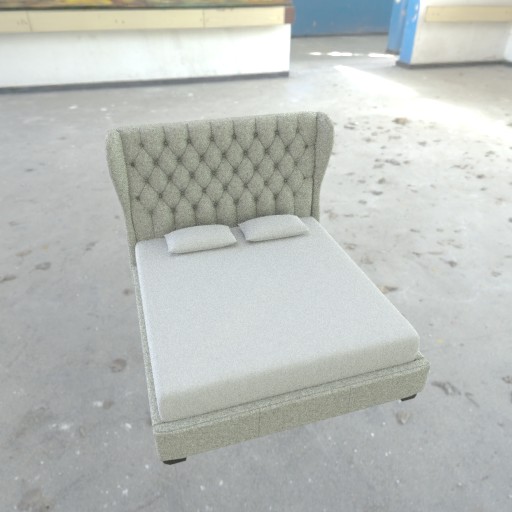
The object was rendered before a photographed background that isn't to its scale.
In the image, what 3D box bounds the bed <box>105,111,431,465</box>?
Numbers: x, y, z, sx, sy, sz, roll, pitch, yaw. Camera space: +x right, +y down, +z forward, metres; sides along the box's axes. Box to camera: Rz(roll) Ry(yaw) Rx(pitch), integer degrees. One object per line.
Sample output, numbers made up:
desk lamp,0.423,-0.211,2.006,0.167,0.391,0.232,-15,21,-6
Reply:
bed,0.000,0.000,3.829,2.219,1.771,2.347,-9,34,-14
